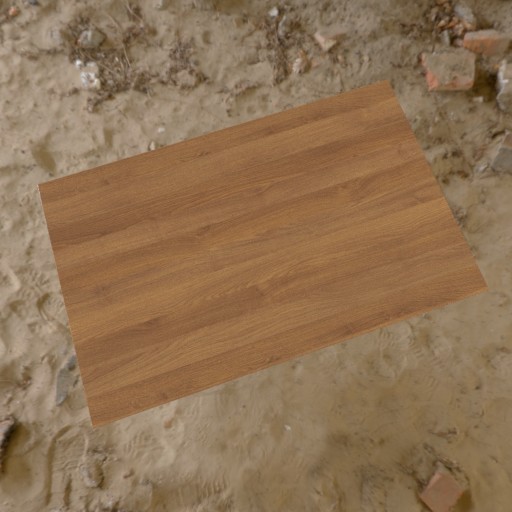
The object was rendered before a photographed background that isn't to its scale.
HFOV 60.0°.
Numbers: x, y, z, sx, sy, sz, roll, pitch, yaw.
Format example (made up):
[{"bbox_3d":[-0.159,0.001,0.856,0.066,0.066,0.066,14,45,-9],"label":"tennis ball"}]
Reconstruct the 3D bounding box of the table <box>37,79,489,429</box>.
[{"bbox_3d":[0.000,0.000,1.455,1.100,0.442,0.700,-18,76,-5],"label":"table"}]
